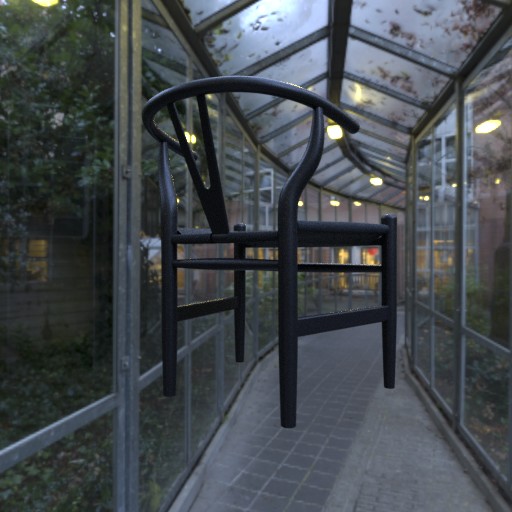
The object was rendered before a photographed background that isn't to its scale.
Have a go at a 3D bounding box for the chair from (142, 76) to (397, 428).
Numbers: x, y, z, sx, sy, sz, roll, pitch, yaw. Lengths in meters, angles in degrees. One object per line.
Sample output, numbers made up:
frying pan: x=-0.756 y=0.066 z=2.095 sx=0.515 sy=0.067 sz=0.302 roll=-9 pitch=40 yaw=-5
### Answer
chair: x=0.000 y=0.000 z=1.169 sx=0.569 sy=0.730 sz=0.579 roll=0 pitch=0 yaw=36
